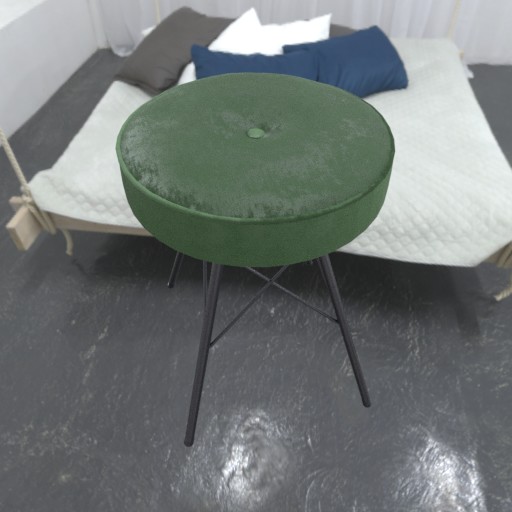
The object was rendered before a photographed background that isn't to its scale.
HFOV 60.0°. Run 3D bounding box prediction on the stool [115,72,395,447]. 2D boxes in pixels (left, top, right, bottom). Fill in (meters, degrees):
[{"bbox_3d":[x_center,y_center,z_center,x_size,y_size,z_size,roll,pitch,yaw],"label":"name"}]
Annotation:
[{"bbox_3d":[0.000,0.000,0.892,0.430,0.595,0.457,-9,47,-9],"label":"stool"}]
